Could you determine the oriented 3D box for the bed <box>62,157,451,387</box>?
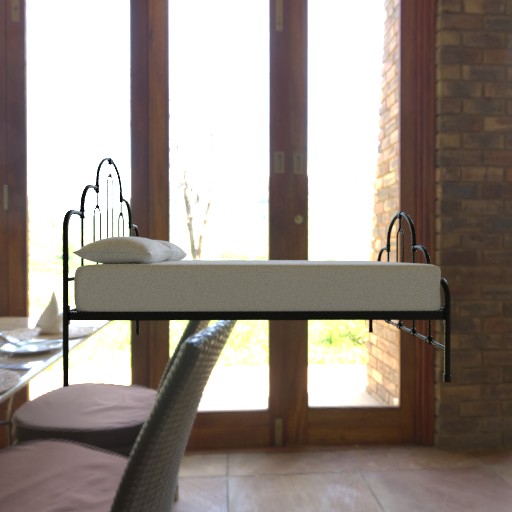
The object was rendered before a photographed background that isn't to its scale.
[{"bbox_3d":[0.000,0.000,3.277,2.181,1.444,1.626,0,0,-1],"label":"bed"}]
